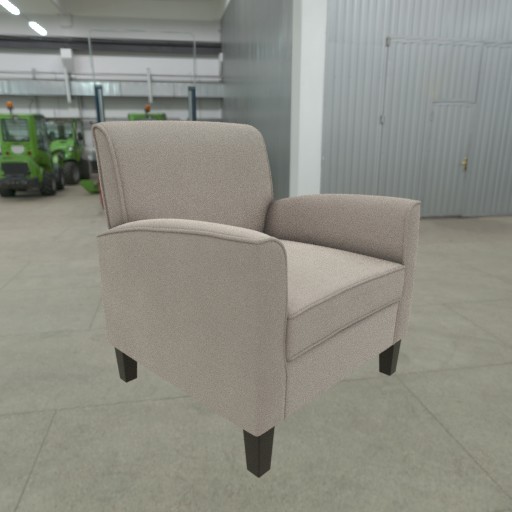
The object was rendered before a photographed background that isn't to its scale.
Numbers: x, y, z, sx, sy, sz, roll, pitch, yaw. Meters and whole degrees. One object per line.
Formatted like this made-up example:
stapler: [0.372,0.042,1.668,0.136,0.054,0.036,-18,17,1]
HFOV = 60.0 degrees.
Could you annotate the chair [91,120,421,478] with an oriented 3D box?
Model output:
chair: [0.000,0.000,1.545,0.820,0.915,0.820,14,21,42]
